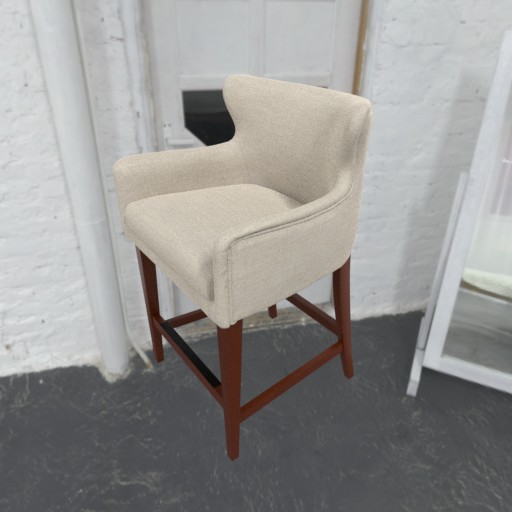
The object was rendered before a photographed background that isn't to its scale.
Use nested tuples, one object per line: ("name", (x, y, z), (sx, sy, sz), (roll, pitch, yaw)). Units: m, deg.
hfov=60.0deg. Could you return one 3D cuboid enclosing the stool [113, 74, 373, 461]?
("stool", (0.000, 0.000, 1.404), (0.637, 0.987, 0.615), (-20, 36, -31))
